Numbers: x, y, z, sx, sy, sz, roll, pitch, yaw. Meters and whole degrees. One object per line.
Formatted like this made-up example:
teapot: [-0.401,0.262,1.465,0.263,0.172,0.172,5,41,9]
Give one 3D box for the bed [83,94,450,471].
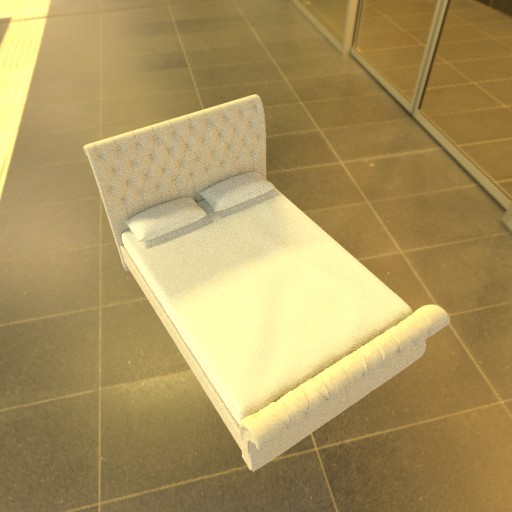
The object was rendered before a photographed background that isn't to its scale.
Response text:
bed: [0.000,0.000,3.463,1.606,1.268,2.493,-25,50,-23]
